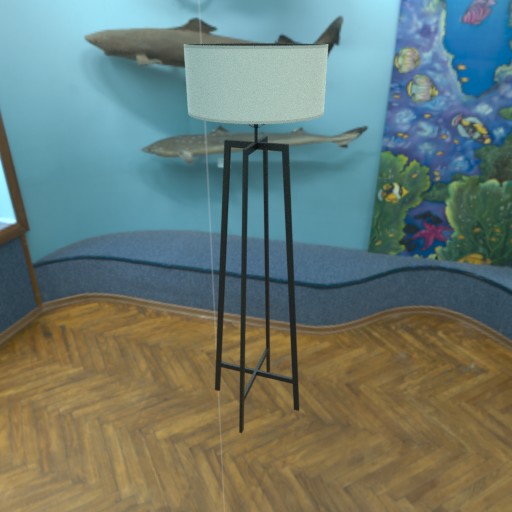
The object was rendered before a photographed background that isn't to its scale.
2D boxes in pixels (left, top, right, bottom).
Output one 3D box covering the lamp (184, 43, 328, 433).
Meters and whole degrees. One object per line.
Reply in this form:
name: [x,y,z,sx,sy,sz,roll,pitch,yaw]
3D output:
lamp: [0.000,0.000,1.752,0.457,1.510,0.456,9,28,17]
